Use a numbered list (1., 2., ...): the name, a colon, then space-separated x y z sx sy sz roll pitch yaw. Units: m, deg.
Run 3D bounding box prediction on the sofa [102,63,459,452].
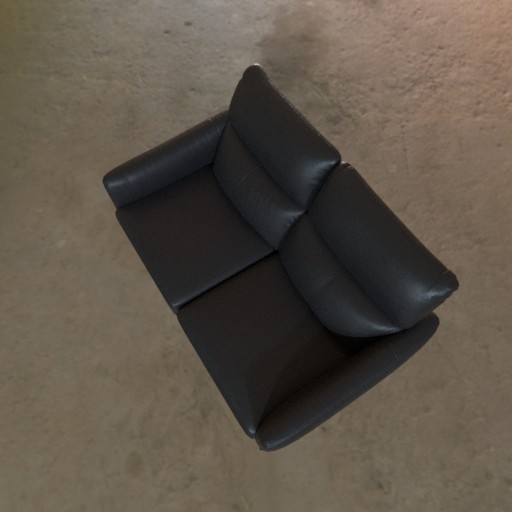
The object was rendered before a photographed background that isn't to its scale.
1. sofa: 0.000 0.000 2.174 0.958 0.920 1.596 -30 68 -14
